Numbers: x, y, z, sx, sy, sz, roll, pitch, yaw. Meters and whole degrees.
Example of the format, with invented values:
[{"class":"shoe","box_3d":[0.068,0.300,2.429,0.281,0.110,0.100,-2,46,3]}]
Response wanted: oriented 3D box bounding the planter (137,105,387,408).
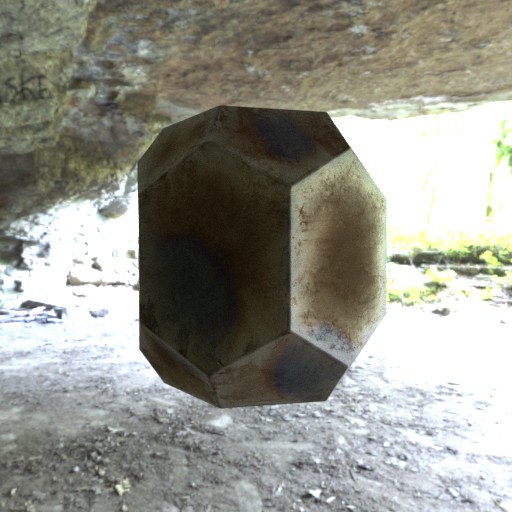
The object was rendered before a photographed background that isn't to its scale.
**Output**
[{"class":"planter","box_3d":[0.000,0.000,0.428,0.243,0.238,0.221,0,1,19]}]
